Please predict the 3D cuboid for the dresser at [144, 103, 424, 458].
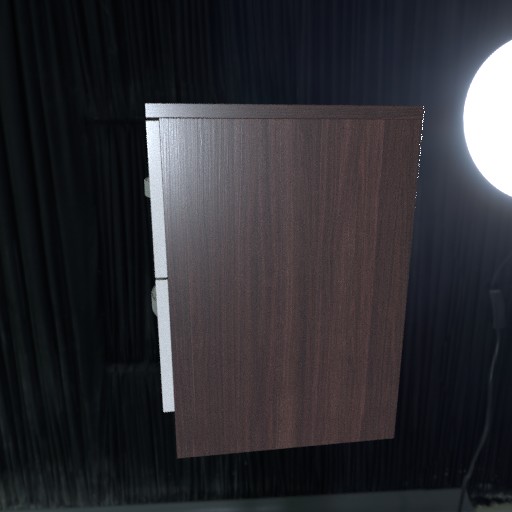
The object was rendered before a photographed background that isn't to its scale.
[{"bbox_3d":[0.000,0.000,0.769,0.360,0.470,0.400,-2,15,-8],"label":"dresser"}]
